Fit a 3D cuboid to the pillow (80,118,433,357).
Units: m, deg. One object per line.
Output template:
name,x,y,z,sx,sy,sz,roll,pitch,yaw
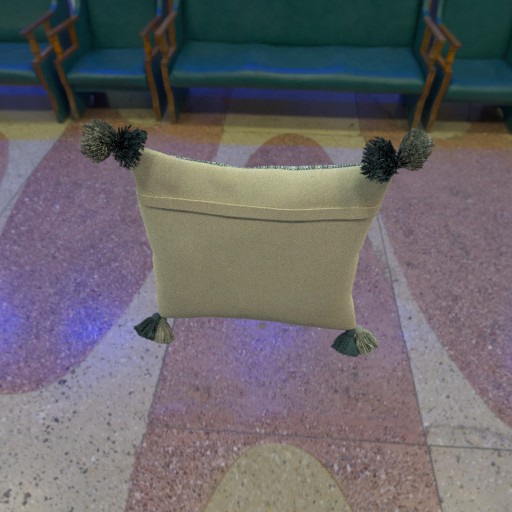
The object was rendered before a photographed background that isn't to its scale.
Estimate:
pillow,0.000,0.000,0.922,0.614,0.634,0.138,4,46,4
